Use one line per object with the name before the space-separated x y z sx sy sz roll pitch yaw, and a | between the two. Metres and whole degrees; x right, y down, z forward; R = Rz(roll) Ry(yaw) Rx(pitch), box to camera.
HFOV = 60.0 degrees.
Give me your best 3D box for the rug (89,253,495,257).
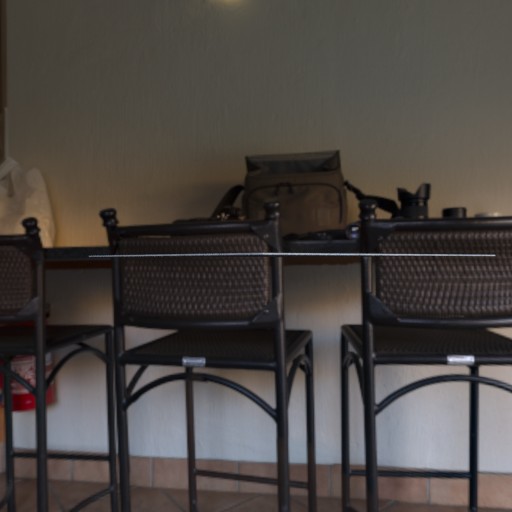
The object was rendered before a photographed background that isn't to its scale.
rug | 0.000 0.000 2.290 1.229 0.005 1.827 0 0 -35
